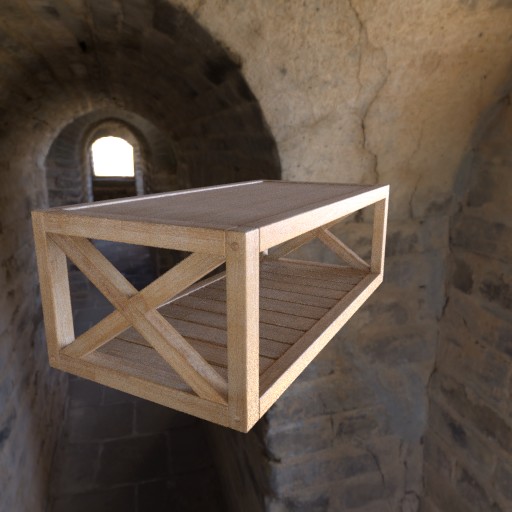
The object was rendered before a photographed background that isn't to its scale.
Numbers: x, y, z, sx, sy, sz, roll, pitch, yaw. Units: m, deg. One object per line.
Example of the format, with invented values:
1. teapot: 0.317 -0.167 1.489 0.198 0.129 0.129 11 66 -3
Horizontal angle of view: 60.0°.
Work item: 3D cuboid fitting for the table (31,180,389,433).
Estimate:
1. table: 0.000 0.000 1.641 0.660 0.457 1.321 7 16 27
